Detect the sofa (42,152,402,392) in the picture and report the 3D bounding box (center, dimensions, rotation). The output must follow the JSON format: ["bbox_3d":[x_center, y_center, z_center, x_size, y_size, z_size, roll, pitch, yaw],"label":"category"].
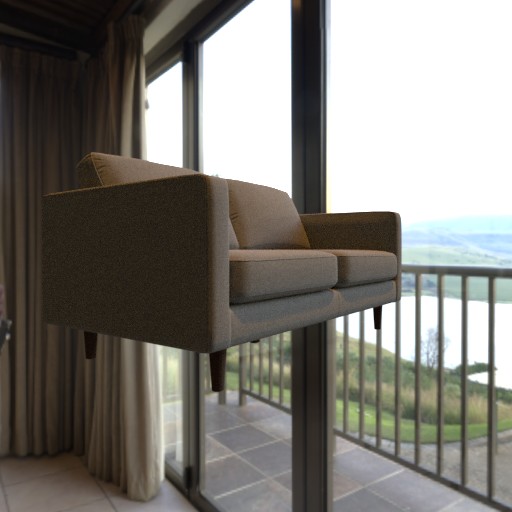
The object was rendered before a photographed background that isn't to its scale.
[{"bbox_3d":[0.000,0.000,2.287,1.000,0.900,1.731,1,1,37],"label":"sofa"}]
